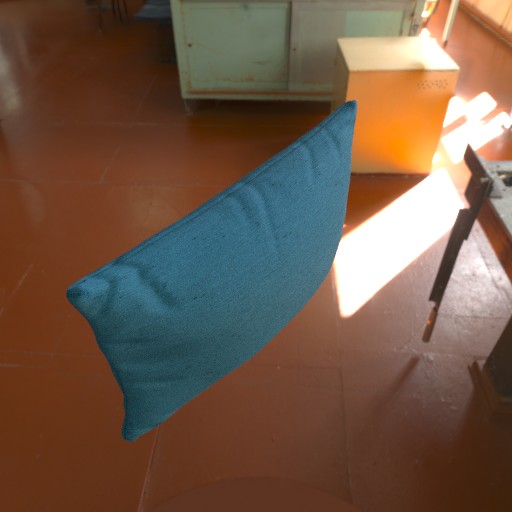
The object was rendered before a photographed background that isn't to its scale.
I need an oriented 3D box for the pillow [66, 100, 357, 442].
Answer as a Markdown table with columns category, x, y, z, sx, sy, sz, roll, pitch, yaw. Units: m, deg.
| category | x | y | z | sx | sy | sz | roll | pitch | yaw |
| --- | --- | --- | --- | --- | --- | --- | --- | --- | --- |
| pillow | 0.000 | 0.000 | 0.755 | 0.210 | 0.338 | 0.633 | 27 | 48 | 27 |
